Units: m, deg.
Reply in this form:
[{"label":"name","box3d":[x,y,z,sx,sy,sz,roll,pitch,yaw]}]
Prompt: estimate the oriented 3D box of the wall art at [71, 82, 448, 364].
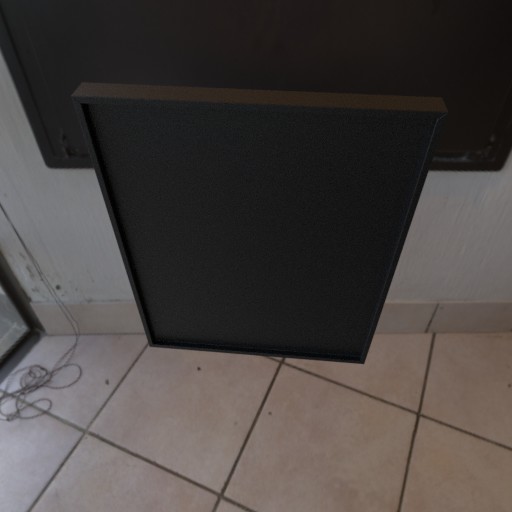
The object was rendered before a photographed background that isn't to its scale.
[{"label":"wall art","box3d":[0.000,0.000,0.737,0.449,0.555,0.039,4,46,4]}]
